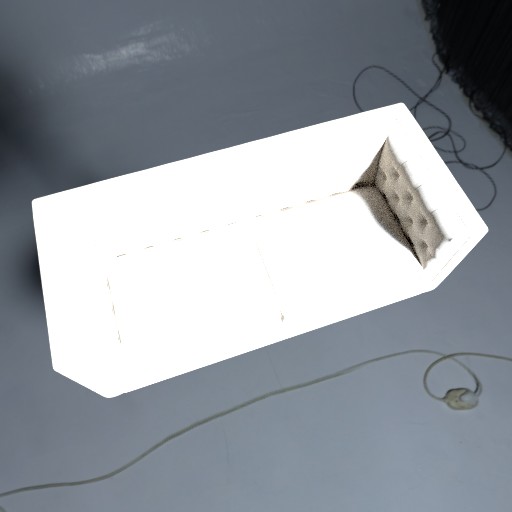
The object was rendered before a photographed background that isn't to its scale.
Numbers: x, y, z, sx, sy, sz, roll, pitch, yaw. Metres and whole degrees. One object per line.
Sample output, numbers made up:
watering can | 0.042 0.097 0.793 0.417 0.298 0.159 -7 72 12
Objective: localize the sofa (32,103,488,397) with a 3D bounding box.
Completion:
sofa | 0.000 0.000 2.194 1.778 0.762 0.775 -17 64 -8
